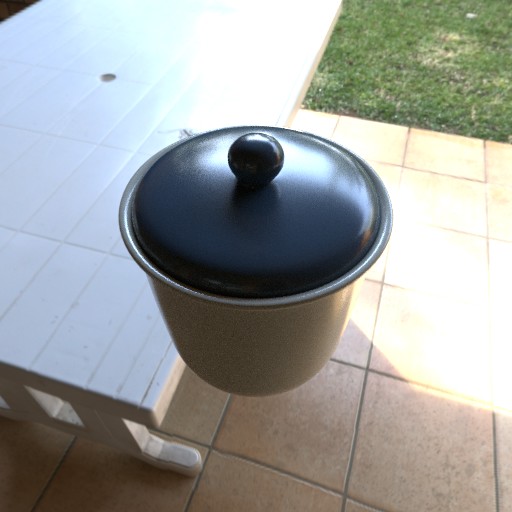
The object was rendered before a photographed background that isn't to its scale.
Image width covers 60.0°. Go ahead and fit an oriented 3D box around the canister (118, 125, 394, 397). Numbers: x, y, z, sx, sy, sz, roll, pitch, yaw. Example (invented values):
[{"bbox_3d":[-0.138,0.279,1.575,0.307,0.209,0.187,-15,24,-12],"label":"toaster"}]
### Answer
[{"bbox_3d":[0.000,0.000,0.342,0.182,0.208,0.182,0,48,0],"label":"canister"}]
